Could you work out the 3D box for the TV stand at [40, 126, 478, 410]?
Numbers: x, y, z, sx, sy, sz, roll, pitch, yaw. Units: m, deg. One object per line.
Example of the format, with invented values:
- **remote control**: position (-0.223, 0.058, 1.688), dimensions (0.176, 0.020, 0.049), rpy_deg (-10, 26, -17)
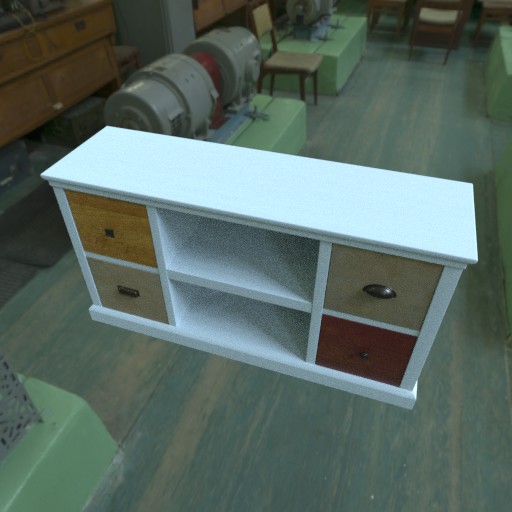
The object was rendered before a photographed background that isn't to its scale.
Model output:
- **TV stand**: position (0.000, 0.000, 1.486), dimensions (1.187, 0.624, 0.424), rpy_deg (12, 42, 14)
